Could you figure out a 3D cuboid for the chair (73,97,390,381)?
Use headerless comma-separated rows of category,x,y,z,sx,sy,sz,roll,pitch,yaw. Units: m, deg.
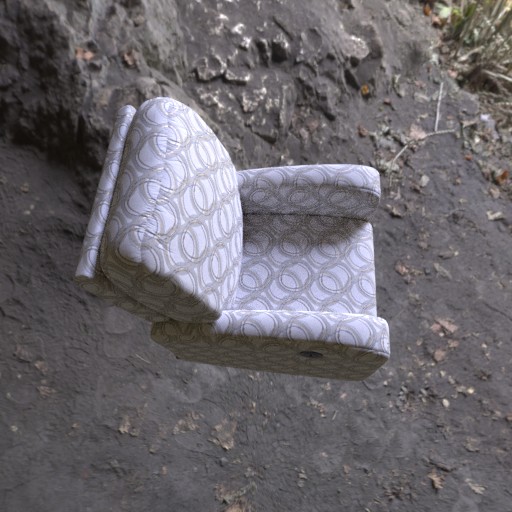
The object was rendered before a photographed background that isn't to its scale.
chair,0.000,0.000,1.750,0.995,1.065,0.796,4,65,2
